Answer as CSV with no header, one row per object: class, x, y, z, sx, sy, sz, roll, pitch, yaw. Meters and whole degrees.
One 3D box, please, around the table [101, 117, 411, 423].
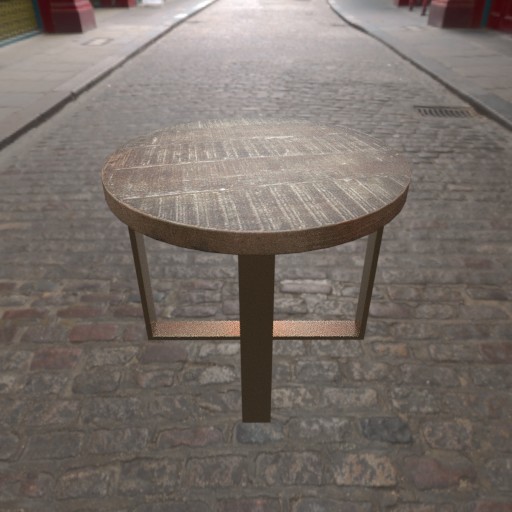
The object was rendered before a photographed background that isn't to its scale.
table,0.000,0.000,0.950,0.557,0.437,0.557,0,33,0
